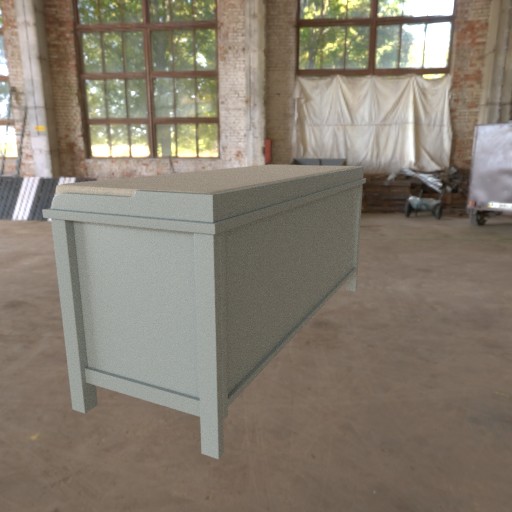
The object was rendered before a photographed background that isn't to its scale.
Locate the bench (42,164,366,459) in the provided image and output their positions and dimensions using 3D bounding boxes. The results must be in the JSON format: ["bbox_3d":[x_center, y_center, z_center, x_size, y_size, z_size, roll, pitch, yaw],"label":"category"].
[{"bbox_3d":[0.000,0.000,1.347,0.398,0.501,1.140,7,15,25],"label":"bench"}]
